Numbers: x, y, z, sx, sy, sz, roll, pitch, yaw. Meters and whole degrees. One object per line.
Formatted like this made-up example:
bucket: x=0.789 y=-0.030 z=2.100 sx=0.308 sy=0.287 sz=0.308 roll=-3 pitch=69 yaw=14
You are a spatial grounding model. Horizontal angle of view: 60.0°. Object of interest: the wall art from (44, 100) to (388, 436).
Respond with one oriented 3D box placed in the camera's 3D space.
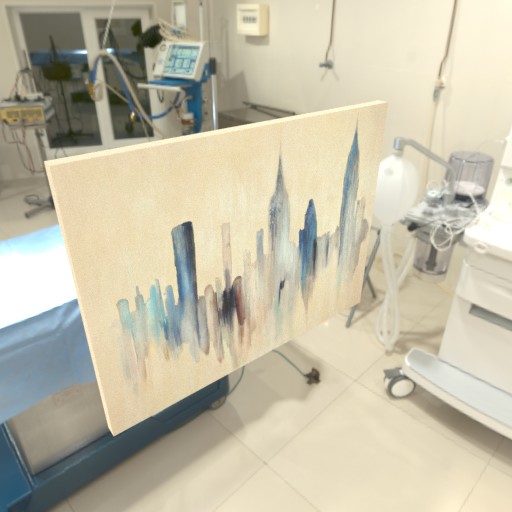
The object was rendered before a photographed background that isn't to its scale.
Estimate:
wall art: x=0.000 y=0.000 z=1.308 sx=1.016 sy=0.762 sz=0.038 roll=-21 pitch=36 yaw=-32
